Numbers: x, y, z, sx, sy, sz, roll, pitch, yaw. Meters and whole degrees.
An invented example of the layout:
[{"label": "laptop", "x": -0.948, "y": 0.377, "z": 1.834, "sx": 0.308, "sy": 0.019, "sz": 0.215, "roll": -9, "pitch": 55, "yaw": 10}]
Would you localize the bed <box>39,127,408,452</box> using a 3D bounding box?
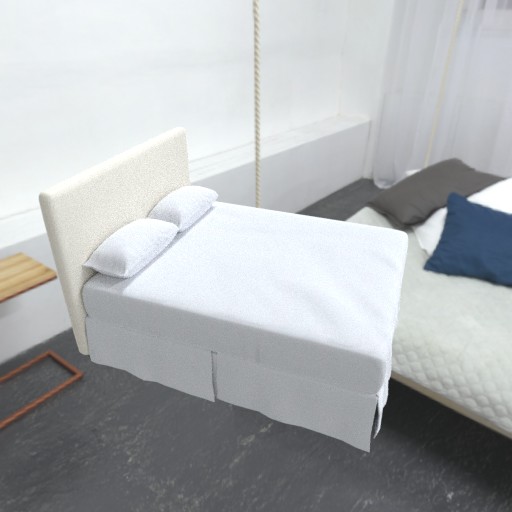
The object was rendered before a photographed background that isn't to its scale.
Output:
[{"label": "bed", "x": 0.000, "y": 0.000, "z": 3.242, "sx": 2.142, "sy": 1.330, "sz": 1.713, "roll": 11, "pitch": 32, "yaw": 18}]
